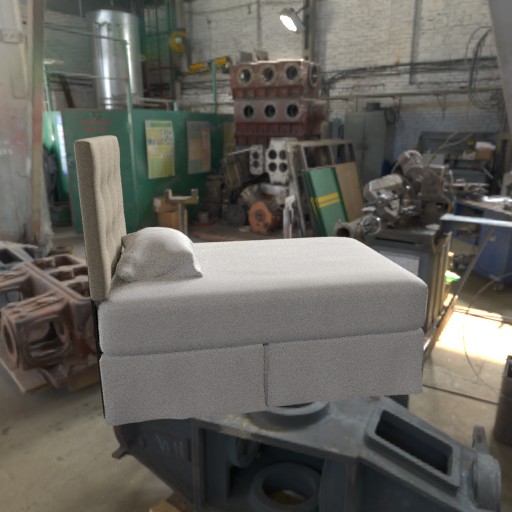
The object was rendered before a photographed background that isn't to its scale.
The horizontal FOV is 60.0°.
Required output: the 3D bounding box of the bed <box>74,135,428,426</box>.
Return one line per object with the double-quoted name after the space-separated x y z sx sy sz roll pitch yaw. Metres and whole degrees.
0.000 0.000 3.009 1.997 1.571 1.261 -3 17 -10 "bed"
